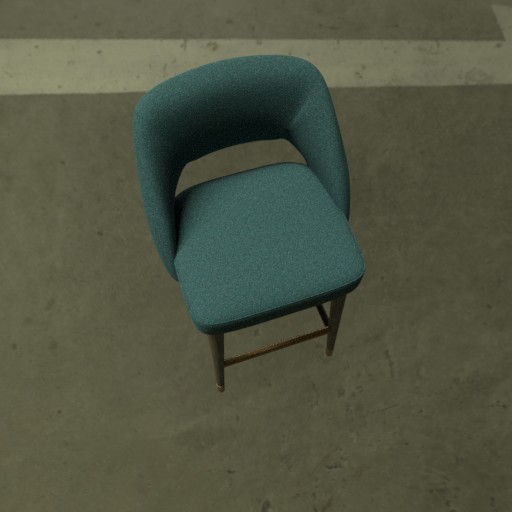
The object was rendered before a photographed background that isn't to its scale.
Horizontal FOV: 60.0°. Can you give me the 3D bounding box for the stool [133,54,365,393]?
[{"bbox_3d":[0.000,0.000,1.350,0.536,1.032,0.522,-16,64,-8],"label":"stool"}]
